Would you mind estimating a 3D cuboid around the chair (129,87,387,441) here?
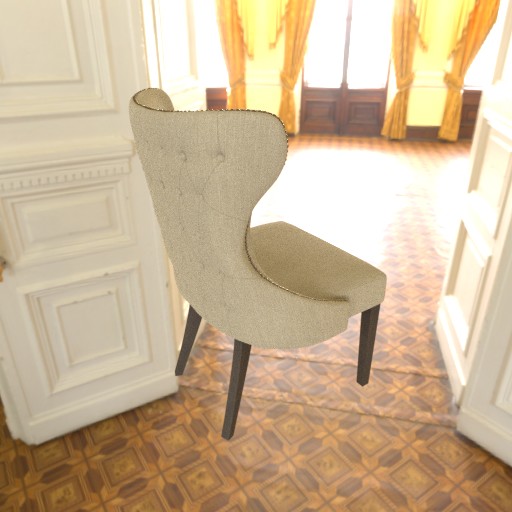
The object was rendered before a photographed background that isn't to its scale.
[{"bbox_3d":[0.000,0.000,1.377,0.635,0.967,0.628,-17,31,-30],"label":"chair"}]
